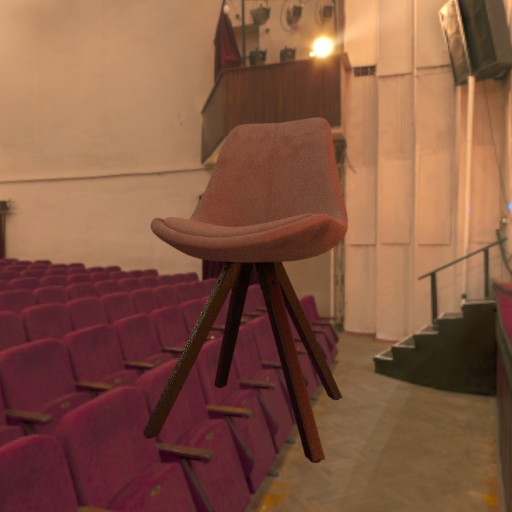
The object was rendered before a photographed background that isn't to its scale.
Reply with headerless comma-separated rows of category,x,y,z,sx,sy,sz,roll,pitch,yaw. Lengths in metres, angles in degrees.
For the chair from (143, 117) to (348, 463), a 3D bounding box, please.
chair,0.000,0.000,1.200,0.483,0.865,0.547,0,1,18
